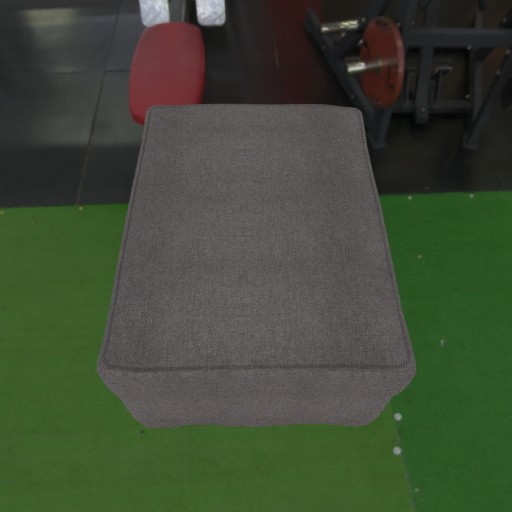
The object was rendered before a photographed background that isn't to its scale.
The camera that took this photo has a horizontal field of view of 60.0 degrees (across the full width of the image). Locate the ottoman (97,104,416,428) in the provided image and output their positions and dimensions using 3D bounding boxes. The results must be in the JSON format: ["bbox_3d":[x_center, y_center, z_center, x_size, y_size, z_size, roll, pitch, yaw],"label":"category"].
[{"bbox_3d":[0.000,0.000,1.251,0.652,0.492,0.833,0,57,0],"label":"ottoman"}]
